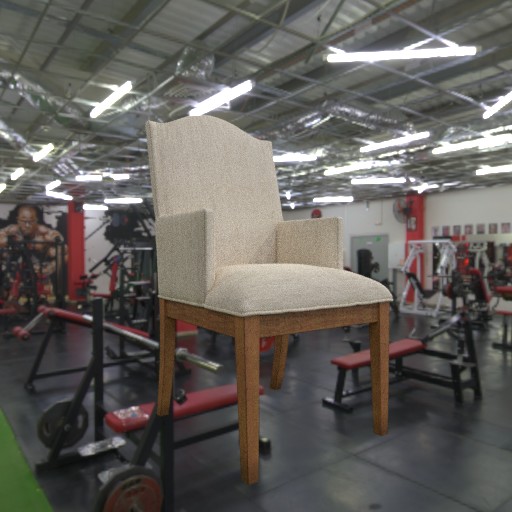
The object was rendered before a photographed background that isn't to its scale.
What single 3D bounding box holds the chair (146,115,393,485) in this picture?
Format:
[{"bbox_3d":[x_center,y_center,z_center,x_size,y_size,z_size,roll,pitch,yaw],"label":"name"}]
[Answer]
[{"bbox_3d":[0.000,0.000,1.383,0.533,1.016,0.641,-1,1,-35],"label":"chair"}]
